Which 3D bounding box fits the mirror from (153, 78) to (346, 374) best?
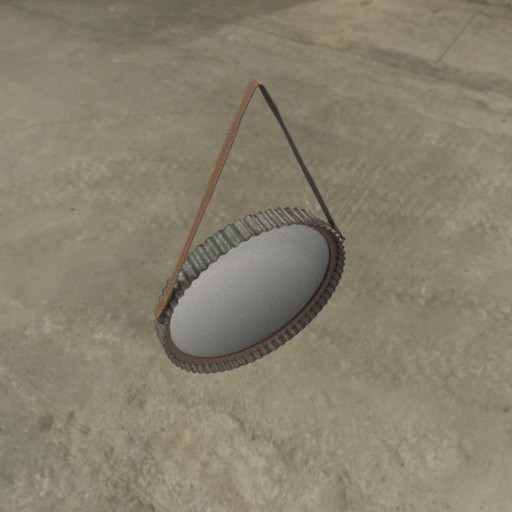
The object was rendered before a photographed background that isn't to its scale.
[{"bbox_3d":[0.000,0.000,0.696,0.355,0.568,0.042,-23,51,-20],"label":"mirror"}]
